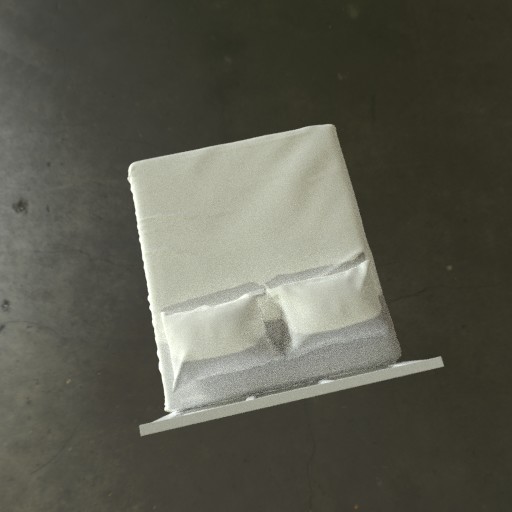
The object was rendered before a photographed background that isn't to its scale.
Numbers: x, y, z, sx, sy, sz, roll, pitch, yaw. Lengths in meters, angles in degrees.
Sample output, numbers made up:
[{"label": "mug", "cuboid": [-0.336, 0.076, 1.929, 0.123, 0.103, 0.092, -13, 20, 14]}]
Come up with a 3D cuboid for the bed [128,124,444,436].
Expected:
[{"label": "bed", "cuboid": [0.000, 0.000, 3.199, 1.876, 1.269, 2.047, -12, 76, -3]}]
